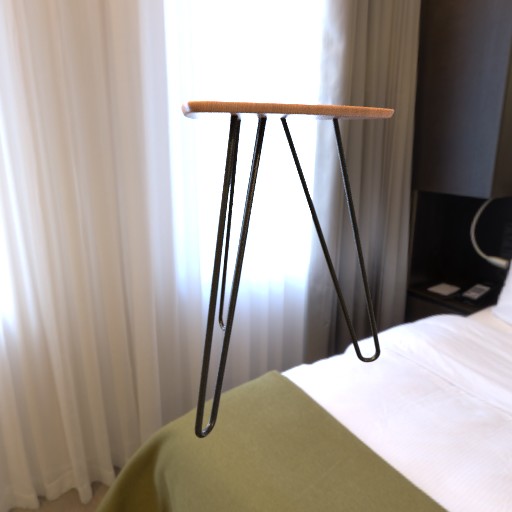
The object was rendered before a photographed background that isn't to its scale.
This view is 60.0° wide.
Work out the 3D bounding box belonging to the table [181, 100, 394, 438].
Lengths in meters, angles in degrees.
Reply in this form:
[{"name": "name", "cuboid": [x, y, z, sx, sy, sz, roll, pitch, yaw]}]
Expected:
[{"name": "table", "cuboid": [0.000, 0.000, 0.888, 0.442, 0.564, 0.455, 8, 17, 26]}]
